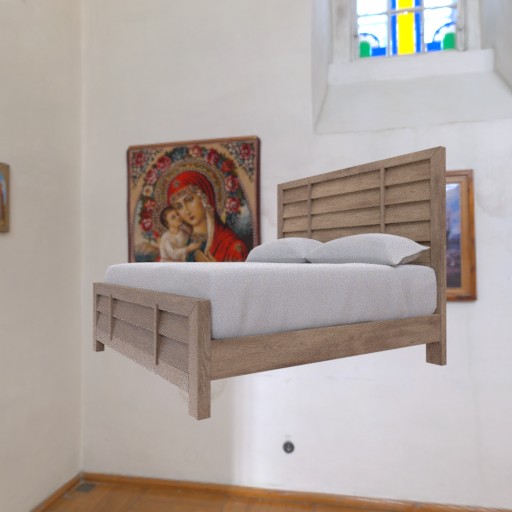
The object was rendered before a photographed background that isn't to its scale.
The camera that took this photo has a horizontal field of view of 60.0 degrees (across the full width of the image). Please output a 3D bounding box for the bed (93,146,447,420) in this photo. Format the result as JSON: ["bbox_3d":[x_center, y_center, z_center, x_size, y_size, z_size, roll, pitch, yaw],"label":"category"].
[{"bbox_3d":[0.000,0.000,3.576,2.062,1.626,2.032,0,-1,-34],"label":"bed"}]
